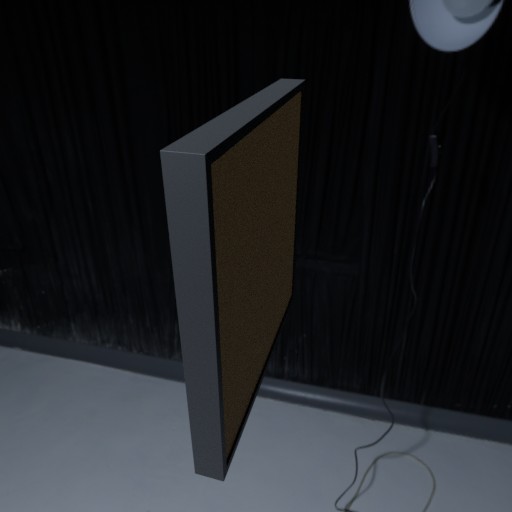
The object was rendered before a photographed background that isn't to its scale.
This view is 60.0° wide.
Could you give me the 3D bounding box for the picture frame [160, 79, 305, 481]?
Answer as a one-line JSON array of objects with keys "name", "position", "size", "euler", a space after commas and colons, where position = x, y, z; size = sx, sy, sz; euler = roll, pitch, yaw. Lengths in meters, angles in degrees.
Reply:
[{"name": "picture frame", "position": [0.000, 0.000, 0.480], "size": [0.030, 0.317, 0.317], "euler": [8, 31, 14]}]
